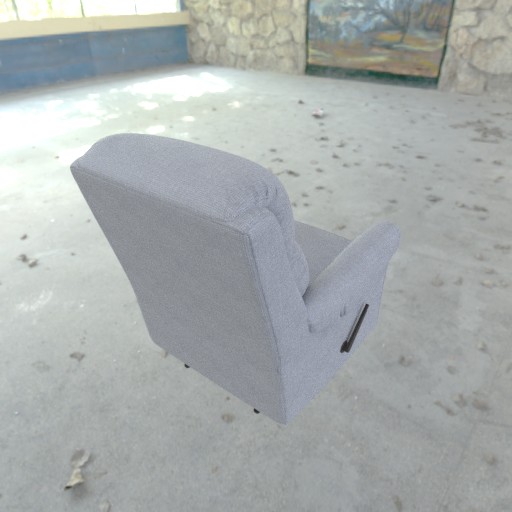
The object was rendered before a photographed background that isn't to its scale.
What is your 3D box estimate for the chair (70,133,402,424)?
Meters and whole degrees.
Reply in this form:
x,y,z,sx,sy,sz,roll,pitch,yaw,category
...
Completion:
x,y,z,sx,sy,sz,roll,pitch,yaw,category
0.000,0.000,1.776,0.838,1.054,1.014,22,38,32,chair
